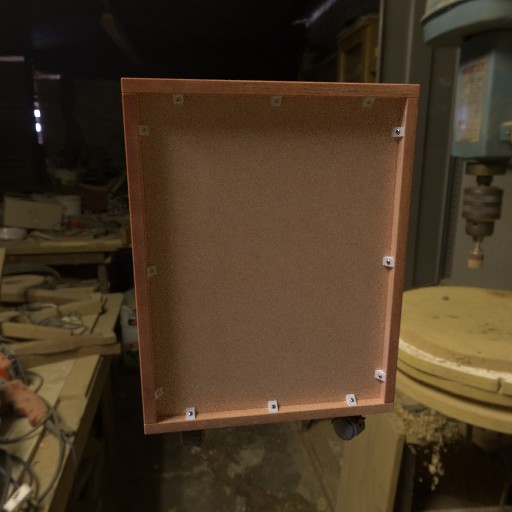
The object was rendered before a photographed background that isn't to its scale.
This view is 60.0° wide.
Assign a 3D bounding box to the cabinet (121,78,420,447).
[{"bbox_3d":[0.000,0.000,0.856,0.409,0.579,0.401,-2,14,-8],"label":"cabinet"}]
